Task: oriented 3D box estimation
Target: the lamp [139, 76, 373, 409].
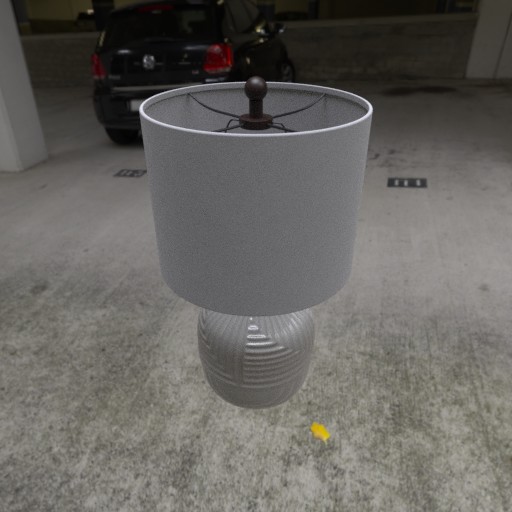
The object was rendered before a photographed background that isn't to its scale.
[{"bbox_3d":[0.000,0.000,0.746,0.318,0.567,0.318,0,31,0],"label":"lamp"}]
